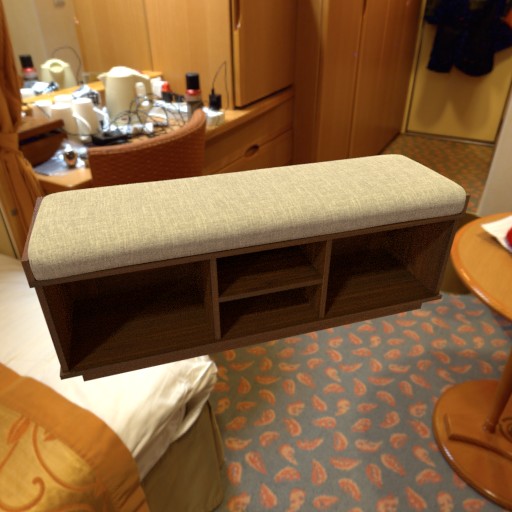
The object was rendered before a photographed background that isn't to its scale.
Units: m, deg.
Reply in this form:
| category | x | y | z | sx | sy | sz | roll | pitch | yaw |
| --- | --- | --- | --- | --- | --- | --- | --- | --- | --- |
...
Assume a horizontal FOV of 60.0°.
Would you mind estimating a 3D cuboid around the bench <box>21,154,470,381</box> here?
| category | x | y | z | sx | sy | sz | roll | pitch | yaw |
| --- | --- | --- | --- | --- | --- | --- | --- | --- | --- |
| bench | 0.000 | 0.000 | 1.374 | 1.196 | 0.468 | 0.367 | -9 | 34 | -14 |
